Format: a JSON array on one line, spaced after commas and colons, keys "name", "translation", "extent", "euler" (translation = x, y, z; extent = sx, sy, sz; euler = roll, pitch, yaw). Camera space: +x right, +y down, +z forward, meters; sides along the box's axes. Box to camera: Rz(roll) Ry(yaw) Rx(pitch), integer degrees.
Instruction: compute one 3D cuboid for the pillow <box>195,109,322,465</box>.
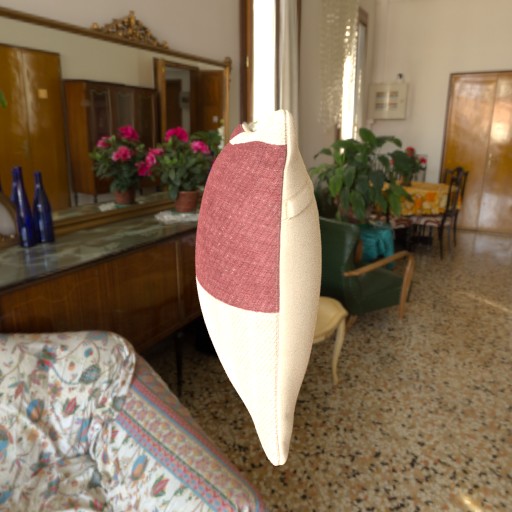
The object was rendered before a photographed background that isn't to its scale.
[{"name": "pillow", "translation": [0.000, 0.000, 0.841], "extent": [0.229, 0.506, 0.536], "euler": [-2, 16, -7]}]
